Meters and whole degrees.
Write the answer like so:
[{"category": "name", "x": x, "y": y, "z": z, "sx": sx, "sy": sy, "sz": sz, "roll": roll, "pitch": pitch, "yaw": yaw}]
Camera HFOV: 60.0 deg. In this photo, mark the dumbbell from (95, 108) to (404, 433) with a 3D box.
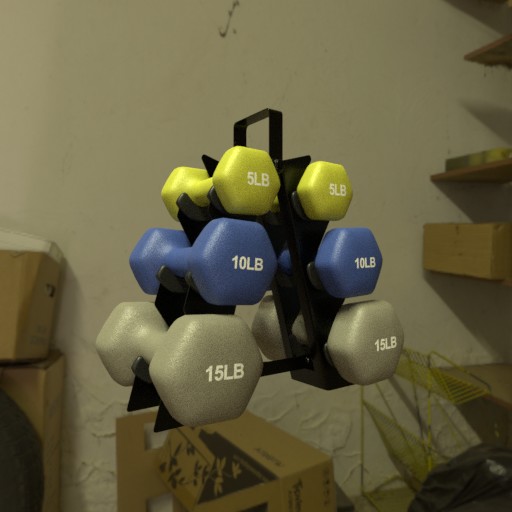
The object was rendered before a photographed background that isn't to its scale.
[{"category": "dumbbell", "x": 0.000, "y": 0.000, "z": 0.676, "sx": 0.416, "sy": 0.426, "sz": 0.261, "roll": 0, "pitch": -1, "yaw": -36}]
